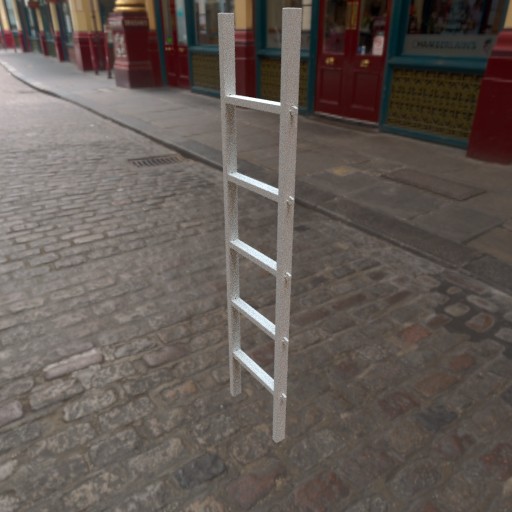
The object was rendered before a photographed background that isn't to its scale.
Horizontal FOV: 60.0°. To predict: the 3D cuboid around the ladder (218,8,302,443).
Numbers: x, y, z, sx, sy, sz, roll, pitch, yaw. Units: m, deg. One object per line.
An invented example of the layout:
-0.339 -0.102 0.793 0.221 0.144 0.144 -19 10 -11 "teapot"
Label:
0.000 0.000 1.856 0.051 1.797 0.452 -18 31 -31 "ladder"
